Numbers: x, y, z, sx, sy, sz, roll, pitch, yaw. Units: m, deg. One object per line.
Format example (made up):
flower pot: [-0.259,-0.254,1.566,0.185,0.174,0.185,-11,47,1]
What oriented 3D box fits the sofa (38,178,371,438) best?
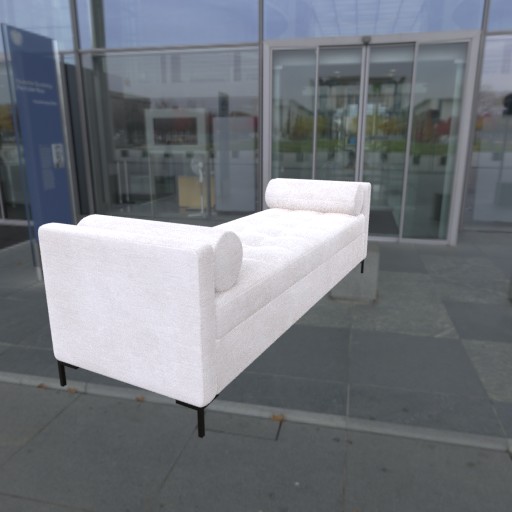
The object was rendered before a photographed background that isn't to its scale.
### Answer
sofa: [0.000,0.000,2.303,0.686,0.635,1.981,8,17,27]
